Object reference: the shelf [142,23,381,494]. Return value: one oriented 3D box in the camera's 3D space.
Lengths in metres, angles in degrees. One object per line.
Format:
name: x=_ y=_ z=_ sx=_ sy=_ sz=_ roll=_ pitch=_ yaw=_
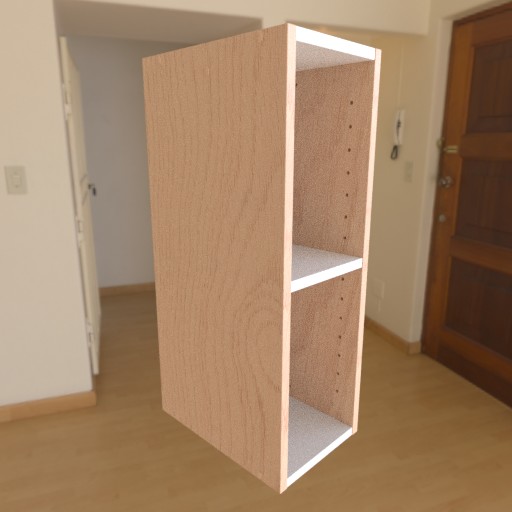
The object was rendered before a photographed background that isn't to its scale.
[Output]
shelf: x=0.000 y=0.000 z=0.713 sx=0.290 sy=0.600 sz=0.200 roll=14 pitch=20 yaw=43
